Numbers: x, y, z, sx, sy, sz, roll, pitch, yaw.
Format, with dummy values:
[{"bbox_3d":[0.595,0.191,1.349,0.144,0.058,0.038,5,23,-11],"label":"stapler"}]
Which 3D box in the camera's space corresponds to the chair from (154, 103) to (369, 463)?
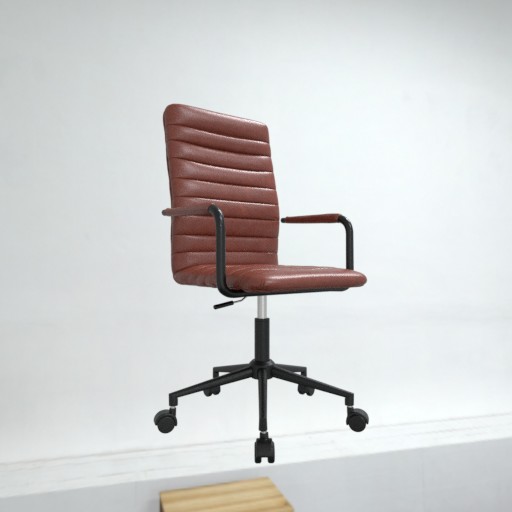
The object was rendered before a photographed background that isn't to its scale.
[{"bbox_3d":[0.000,0.000,1.354,0.608,0.979,0.580,0,0,-36],"label":"chair"}]
